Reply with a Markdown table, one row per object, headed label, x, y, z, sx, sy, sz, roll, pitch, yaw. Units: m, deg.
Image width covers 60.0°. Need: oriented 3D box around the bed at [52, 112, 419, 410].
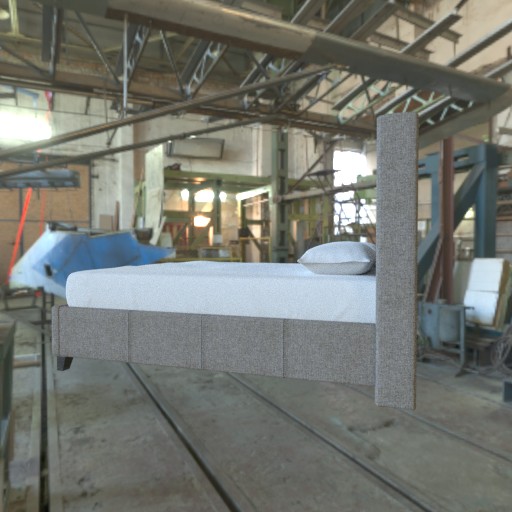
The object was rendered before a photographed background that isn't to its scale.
| label | x | y | z | sx | sy | sz | roll | pitch | yaw |
| --- | --- | --- | --- | --- | --- | --- | --- | --- | --- |
| bed | 0.000 | 0.000 | 3.325 | 2.245 | 1.481 | 1.714 | 1 | 2 | 19 |
